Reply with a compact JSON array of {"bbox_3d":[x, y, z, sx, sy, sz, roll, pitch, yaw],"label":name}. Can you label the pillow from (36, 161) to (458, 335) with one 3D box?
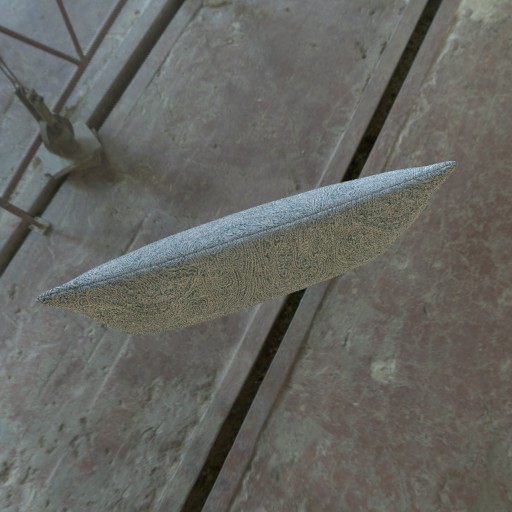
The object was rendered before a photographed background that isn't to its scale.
[{"bbox_3d":[0.000,0.000,0.750,0.615,0.295,0.151,-18,75,-5],"label":"pillow"}]
